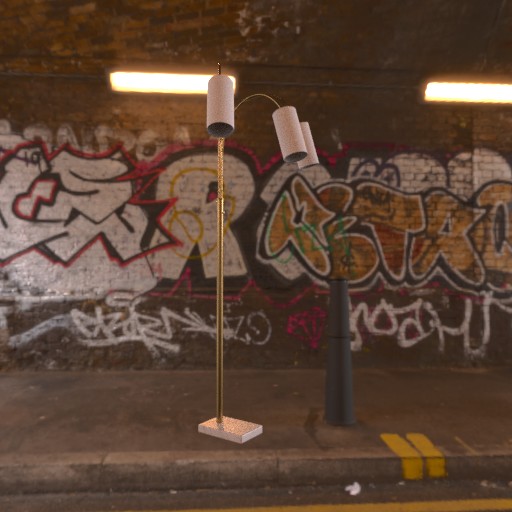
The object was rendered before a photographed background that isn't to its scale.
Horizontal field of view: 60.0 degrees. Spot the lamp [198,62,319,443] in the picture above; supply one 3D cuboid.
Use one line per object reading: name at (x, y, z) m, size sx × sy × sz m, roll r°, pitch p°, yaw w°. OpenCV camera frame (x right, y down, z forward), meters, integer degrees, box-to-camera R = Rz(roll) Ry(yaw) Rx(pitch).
lamp at (0.000, 0.000, 2.537) m, size 0.667 × 2.055 × 1.020 m, roll -1°, pitch -3°, yaw 35°
